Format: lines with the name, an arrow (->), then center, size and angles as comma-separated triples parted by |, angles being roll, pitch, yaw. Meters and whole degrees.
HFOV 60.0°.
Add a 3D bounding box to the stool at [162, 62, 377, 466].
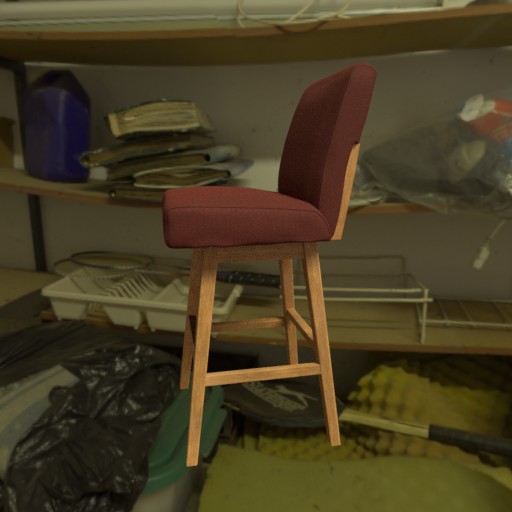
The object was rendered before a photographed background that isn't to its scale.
stool -> 0.000, 0.000, 1.389 | 0.562, 1.093, 0.468 | -3, 14, -12
